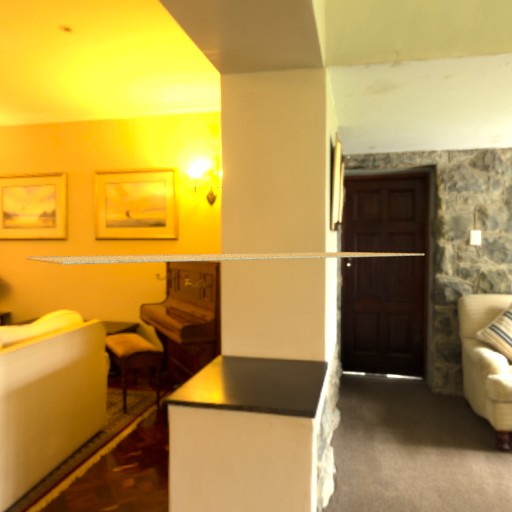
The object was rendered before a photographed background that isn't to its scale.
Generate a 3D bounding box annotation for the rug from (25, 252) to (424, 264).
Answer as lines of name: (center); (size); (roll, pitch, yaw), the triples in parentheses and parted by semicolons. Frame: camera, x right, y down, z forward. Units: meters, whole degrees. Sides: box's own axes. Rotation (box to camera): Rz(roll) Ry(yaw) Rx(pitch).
rug: (0.000, 0.000, 2.754); (2.452, 0.012, 0.775); (-1, 2, -37)
